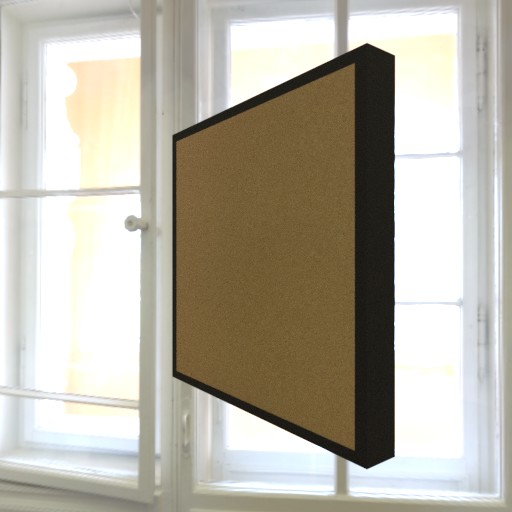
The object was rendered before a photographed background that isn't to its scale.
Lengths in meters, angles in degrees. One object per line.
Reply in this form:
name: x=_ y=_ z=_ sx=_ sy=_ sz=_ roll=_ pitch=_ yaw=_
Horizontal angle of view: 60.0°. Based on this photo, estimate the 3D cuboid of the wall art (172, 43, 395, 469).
wall art: x=0.000 y=0.000 z=0.447 sx=0.033 sy=0.304 sz=0.305 roll=0 pitch=0 yaw=-37
